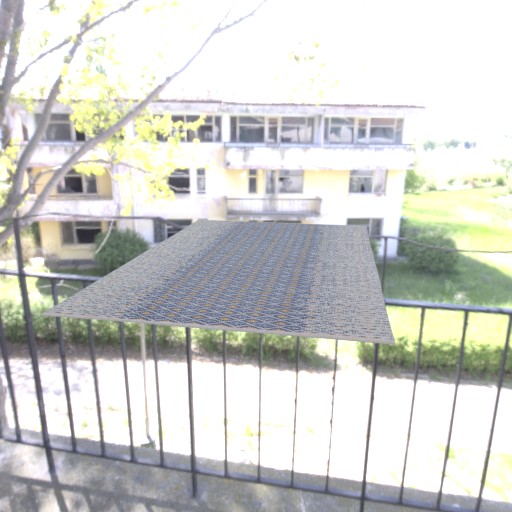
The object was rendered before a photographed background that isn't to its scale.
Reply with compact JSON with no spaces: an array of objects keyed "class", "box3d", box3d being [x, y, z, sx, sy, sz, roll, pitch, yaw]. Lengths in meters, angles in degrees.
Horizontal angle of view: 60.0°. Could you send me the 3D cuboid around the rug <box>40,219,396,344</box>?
[{"class":"rug","box3d":[0.000,0.000,2.335,1.219,0.005,1.828,3,16,10]}]
